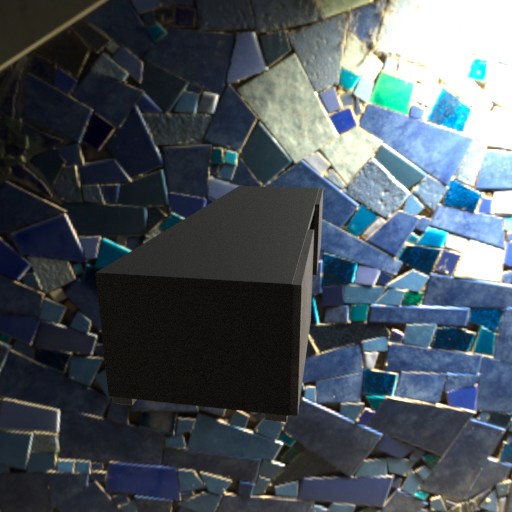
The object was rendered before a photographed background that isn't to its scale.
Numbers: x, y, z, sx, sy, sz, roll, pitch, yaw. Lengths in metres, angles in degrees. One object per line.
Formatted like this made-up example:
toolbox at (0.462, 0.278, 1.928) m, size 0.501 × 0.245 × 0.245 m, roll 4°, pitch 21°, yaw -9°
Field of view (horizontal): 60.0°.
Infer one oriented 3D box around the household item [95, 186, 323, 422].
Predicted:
household item at (0.000, 0.000, 1.574) m, size 0.420 × 0.310 × 1.400 m, roll 3°, pitch 16°, yaw 10°
